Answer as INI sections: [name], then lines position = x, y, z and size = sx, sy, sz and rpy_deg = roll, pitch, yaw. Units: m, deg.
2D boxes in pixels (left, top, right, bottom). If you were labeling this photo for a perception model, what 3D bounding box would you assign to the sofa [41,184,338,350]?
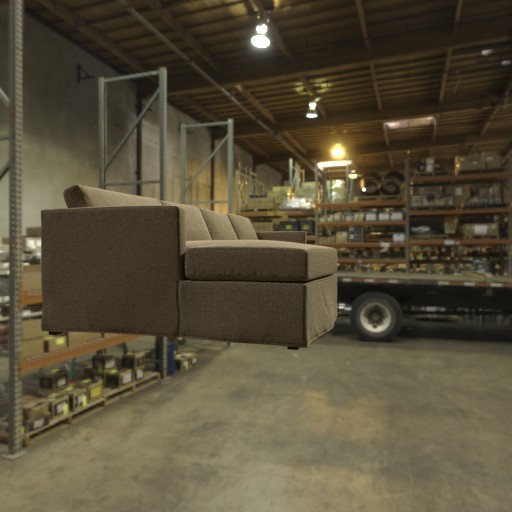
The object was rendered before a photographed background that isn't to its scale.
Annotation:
[sofa]
position = 0.000, 0.000, 3.837
size = 1.638, 0.920, 3.198
rpy_deg = 0, 0, 19
